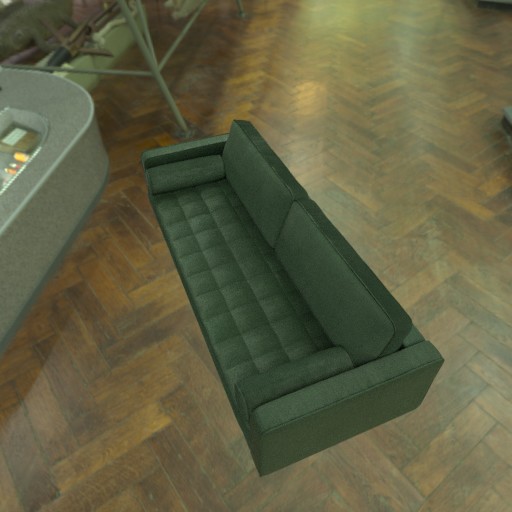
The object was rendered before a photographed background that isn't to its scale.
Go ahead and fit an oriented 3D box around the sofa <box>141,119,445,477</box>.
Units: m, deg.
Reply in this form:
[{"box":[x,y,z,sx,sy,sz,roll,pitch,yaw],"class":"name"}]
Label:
[{"box":[0.000,0.000,2.673,0.918,0.769,2.199,-16,48,-16],"class":"sofa"}]
